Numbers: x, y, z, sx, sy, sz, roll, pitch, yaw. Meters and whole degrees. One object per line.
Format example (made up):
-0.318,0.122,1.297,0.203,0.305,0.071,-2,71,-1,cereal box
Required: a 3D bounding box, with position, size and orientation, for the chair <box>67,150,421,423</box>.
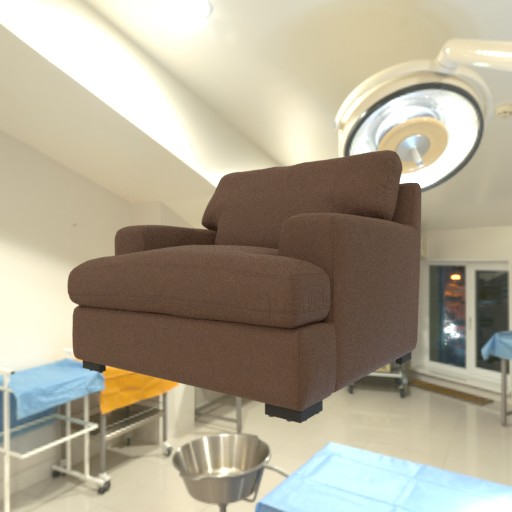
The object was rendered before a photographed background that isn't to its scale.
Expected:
0.000,0.000,1.935,1.168,0.940,1.143,0,-1,36,chair
